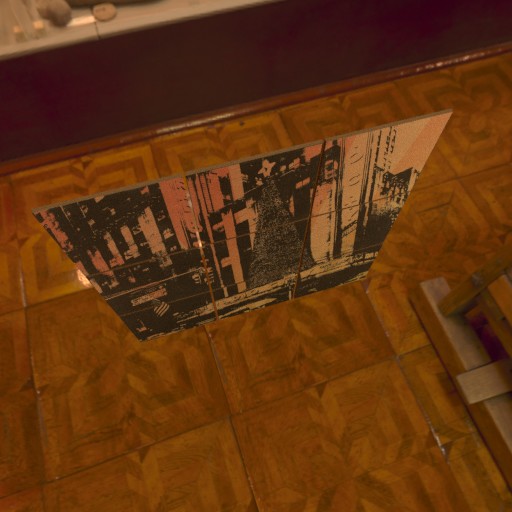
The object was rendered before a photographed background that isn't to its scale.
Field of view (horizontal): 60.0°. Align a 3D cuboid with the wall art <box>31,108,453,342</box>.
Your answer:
[{"bbox_3d":[0.000,0.000,1.771,1.216,1.216,0.013,-15,64,-8],"label":"wall art"}]
